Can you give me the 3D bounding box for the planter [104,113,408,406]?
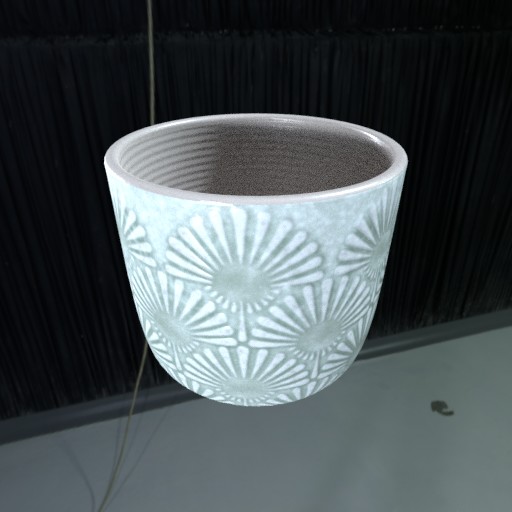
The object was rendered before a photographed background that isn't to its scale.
[{"bbox_3d":[0.000,0.000,0.215,0.124,0.109,0.124,0,30,0],"label":"planter"}]
